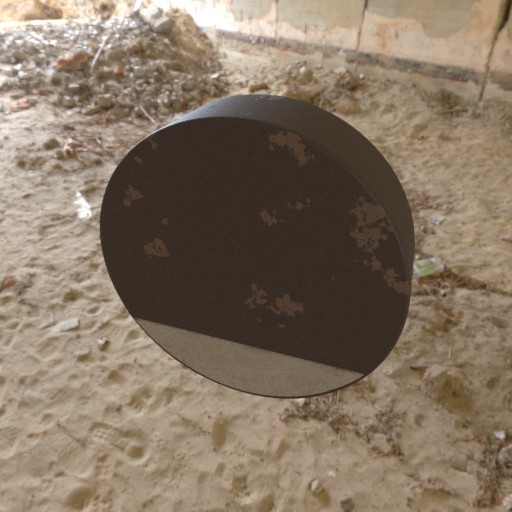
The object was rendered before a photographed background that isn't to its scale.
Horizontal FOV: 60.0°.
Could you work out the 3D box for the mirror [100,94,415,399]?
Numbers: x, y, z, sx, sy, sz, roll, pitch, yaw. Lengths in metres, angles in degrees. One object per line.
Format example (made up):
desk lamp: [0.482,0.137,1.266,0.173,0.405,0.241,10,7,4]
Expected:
mirror: [0.000,0.000,0.576,0.386,0.386,0.126,11,34,16]
